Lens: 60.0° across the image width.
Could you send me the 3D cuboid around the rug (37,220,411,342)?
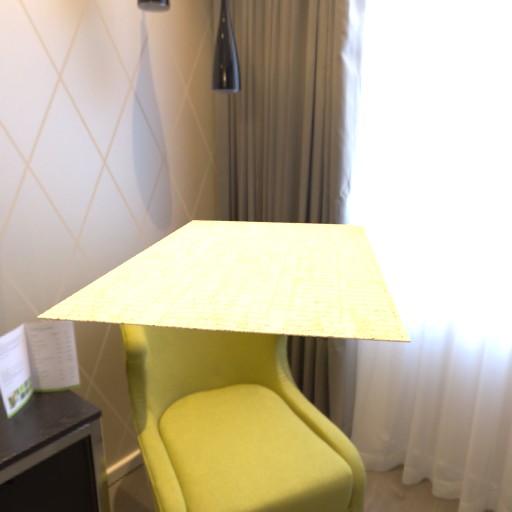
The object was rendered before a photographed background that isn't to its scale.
[{"bbox_3d":[0.000,0.000,2.271,1.211,0.007,1.827,2,15,8],"label":"rug"}]
